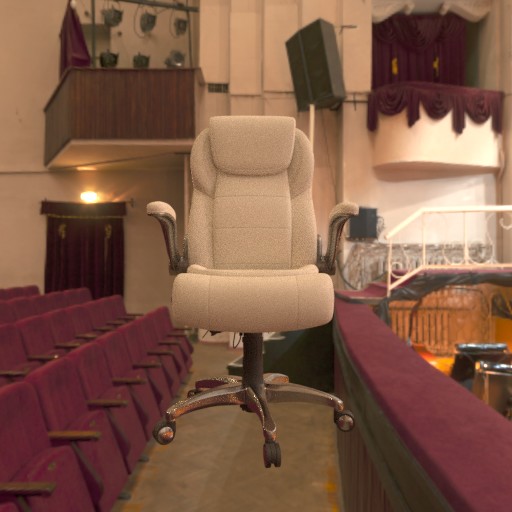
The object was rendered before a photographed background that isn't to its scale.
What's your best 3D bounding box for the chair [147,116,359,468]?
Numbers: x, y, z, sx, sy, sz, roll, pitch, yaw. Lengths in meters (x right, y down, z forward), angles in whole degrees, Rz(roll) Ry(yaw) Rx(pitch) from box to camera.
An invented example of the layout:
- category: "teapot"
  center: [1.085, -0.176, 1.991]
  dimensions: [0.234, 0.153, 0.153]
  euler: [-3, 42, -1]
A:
- category: "chair"
  center: [0.000, 0.000, 1.763]
  dimensions: [0.755, 1.330, 0.806]
  euler: [0, -1, -1]
